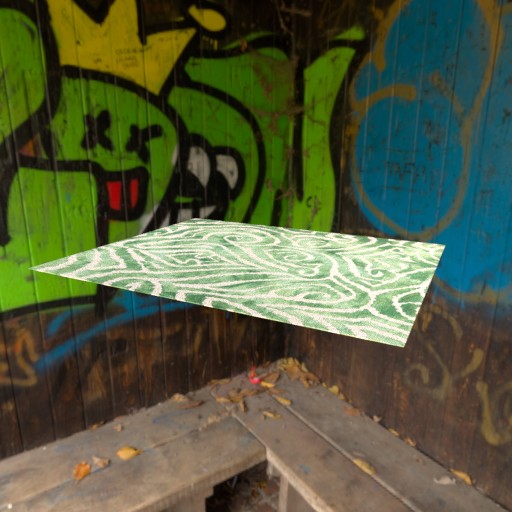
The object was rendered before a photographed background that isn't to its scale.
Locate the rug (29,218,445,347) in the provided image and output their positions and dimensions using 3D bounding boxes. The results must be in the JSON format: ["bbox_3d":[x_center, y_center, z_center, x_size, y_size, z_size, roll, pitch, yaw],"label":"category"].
[{"bbox_3d":[0.000,0.000,4.098,3.045,0.007,2.436,8,18,26],"label":"rug"}]
